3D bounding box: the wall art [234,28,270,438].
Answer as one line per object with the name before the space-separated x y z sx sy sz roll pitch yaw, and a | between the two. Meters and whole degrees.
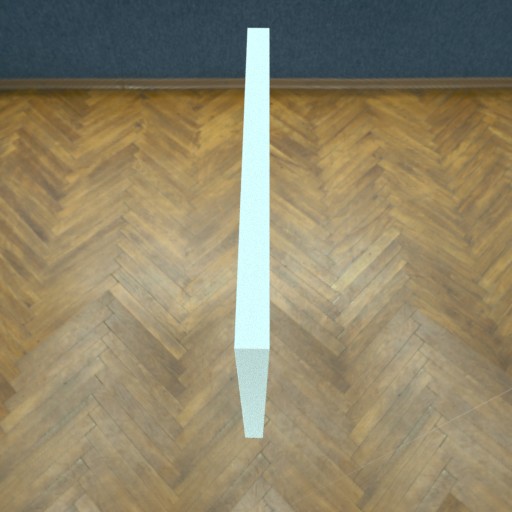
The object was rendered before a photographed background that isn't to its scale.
wall art | 0.000 0.000 0.462 0.020 0.307 0.307 1 59 0
